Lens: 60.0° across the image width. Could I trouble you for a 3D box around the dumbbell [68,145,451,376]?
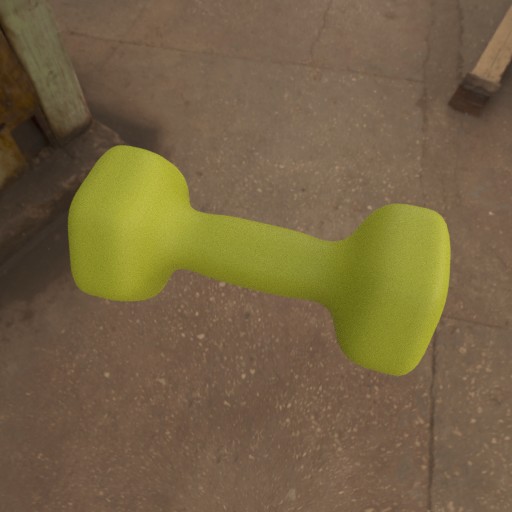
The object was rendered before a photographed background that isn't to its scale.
[{"bbox_3d":[0.000,0.000,0.208,0.164,0.072,0.080,14,58,9],"label":"dumbbell"}]
